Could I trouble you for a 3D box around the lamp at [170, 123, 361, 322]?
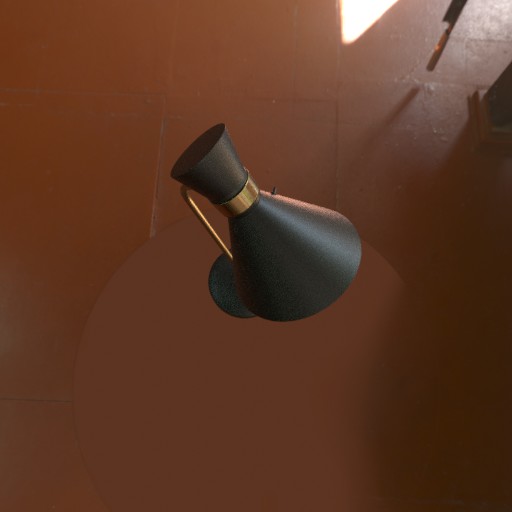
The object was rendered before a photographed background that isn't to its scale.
[{"bbox_3d":[0.000,0.000,0.754,0.292,0.647,0.189,35,78,9],"label":"lamp"}]
